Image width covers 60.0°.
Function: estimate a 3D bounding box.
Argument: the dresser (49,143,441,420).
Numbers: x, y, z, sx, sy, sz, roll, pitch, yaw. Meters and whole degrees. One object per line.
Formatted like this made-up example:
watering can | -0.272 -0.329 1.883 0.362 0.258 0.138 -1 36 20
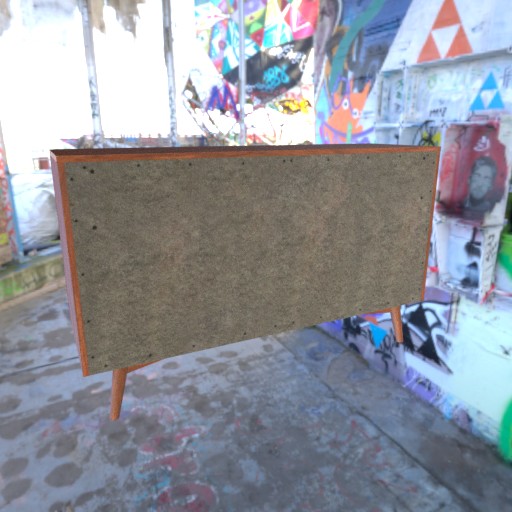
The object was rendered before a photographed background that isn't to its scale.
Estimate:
dresser | 0.000 0.000 1.869 1.472 0.889 0.500 -8 18 -25
